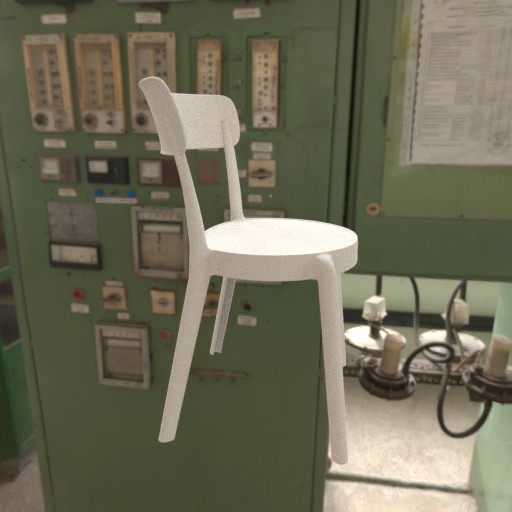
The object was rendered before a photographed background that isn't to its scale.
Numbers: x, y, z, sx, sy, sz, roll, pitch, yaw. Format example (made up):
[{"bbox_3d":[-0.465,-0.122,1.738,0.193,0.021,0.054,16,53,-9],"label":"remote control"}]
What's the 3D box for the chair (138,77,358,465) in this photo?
[{"bbox_3d":[0.000,0.000,1.104,0.491,0.790,0.506,3,16,10],"label":"chair"}]
